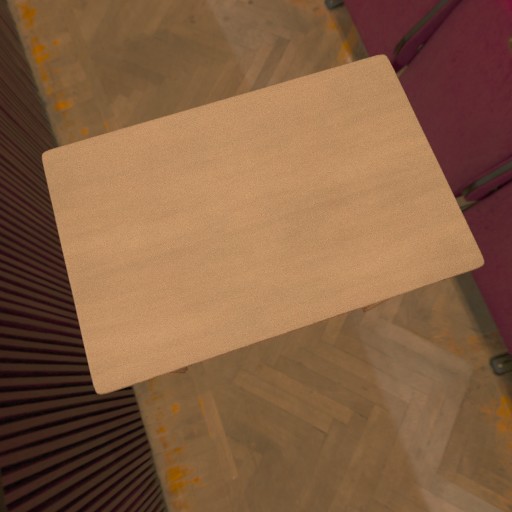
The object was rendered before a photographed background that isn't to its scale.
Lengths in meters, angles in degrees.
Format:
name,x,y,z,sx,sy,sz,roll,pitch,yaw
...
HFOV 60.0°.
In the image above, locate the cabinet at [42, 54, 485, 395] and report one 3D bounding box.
name,x,y,z,sx,sy,sz,roll,pitch,yaw
cabinet,0.000,0.000,1.242,0.763,0.762,0.503,-18,76,-5
